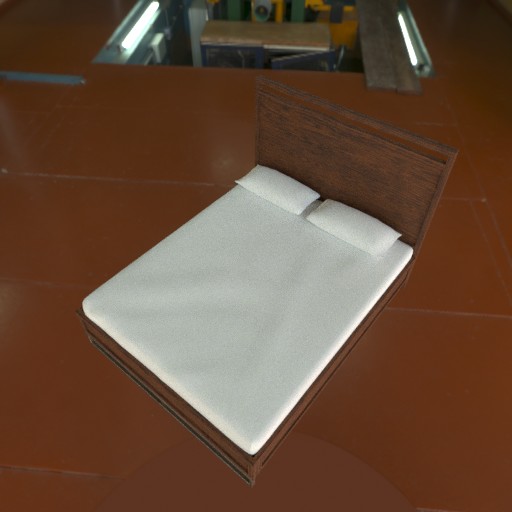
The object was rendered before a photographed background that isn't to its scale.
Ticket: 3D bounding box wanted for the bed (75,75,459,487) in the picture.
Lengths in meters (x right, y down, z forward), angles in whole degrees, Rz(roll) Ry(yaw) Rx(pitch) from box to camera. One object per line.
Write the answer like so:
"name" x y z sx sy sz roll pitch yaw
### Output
"bed" 0.000 0.000 3.359 1.765 1.487 2.218 31 54 26
